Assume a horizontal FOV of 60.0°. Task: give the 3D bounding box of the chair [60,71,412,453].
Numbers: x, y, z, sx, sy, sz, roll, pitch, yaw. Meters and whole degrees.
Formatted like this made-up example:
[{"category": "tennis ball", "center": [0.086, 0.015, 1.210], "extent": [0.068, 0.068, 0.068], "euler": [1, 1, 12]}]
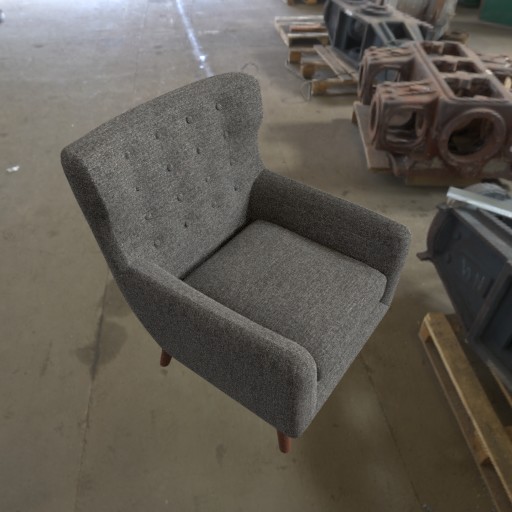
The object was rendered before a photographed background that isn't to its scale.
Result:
[{"category": "chair", "center": [0.000, 0.000, 1.718], "extent": [0.940, 1.039, 0.889], "euler": [26, 48, 26]}]
